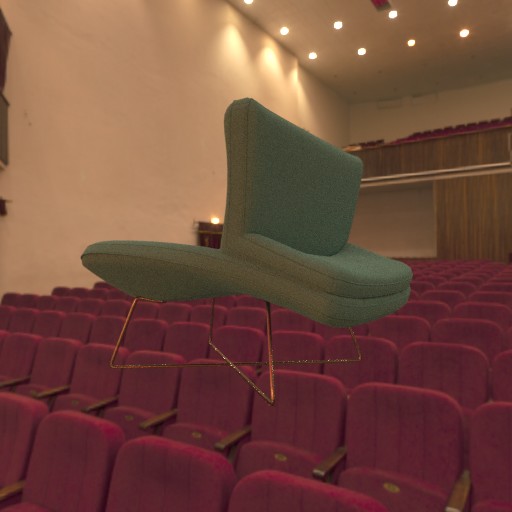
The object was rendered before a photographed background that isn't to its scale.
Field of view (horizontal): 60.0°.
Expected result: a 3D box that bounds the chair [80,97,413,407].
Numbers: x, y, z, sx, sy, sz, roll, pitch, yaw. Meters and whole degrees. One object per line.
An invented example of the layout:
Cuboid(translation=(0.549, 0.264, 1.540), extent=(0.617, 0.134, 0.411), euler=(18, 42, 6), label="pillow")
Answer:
Cuboid(translation=(0.000, 0.000, 1.671), extent=(1.008, 0.855, 0.859), euler=(-1, -1, 34), label="chair")
